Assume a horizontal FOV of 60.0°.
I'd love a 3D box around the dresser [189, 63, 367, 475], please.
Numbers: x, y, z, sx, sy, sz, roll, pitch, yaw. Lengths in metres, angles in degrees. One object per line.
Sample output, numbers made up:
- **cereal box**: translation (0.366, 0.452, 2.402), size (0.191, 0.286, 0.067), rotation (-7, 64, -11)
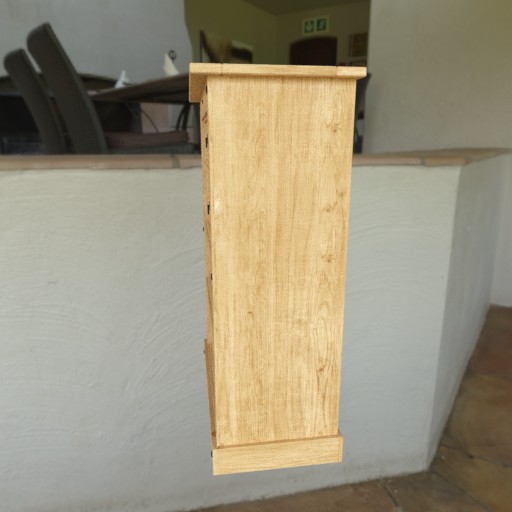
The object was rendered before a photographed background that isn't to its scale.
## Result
- **dresser**: translation (0.000, 0.000, 1.788), size (0.485, 1.300, 0.915), rotation (-2, 15, -8)
